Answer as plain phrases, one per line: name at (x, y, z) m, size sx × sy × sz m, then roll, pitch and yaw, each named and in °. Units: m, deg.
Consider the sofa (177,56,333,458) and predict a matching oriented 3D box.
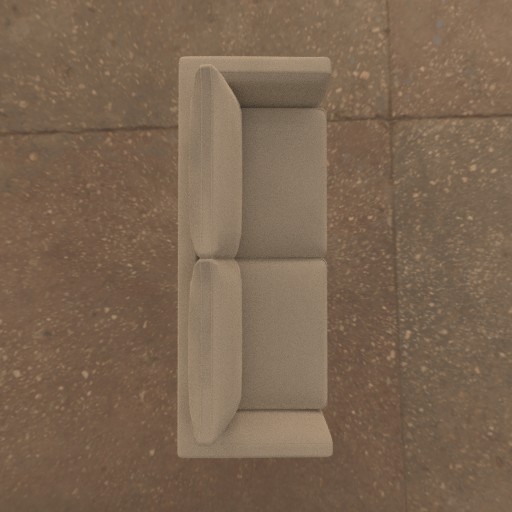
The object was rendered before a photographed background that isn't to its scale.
sofa at (0.000, 0.000, 2.675) m, size 0.868 × 1.005 × 2.214 m, roll 0°, pitch 89°, yaw -1°
